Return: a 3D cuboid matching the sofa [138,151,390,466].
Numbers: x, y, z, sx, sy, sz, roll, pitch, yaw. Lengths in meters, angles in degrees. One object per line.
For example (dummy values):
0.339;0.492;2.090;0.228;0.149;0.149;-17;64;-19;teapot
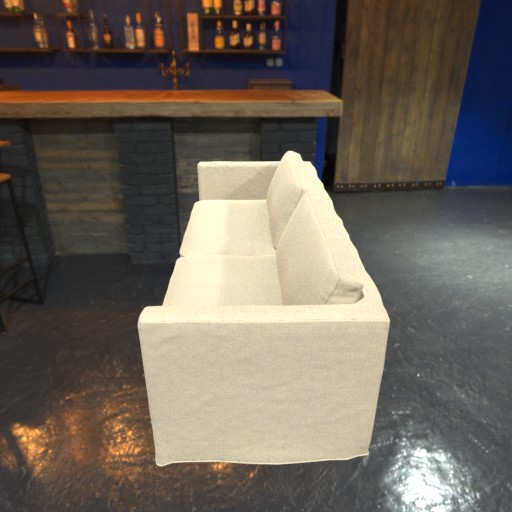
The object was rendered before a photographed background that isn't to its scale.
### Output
0.000;0.000;2.737;0.962;0.853;2.312;0;26;-1;sofa
